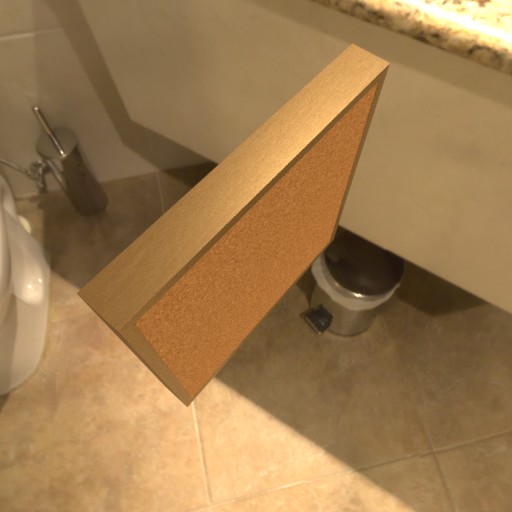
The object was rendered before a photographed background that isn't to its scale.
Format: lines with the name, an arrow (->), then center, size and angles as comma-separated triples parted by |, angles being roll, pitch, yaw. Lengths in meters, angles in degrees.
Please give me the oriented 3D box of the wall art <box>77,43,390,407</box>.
wall art -> 0.000, 0.000, 0.461 | 0.038, 0.305, 0.304 | 37, 69, 17
